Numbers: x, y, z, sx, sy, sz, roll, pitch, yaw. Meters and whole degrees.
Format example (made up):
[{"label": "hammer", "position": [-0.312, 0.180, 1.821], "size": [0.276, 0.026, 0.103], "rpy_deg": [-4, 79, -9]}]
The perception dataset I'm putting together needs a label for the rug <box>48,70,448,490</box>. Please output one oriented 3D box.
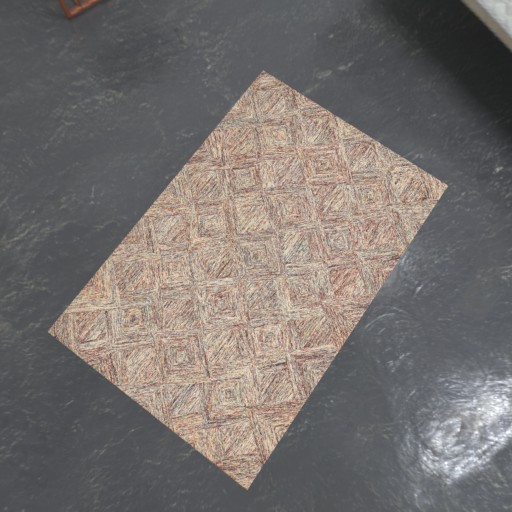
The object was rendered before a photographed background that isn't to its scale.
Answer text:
[{"label": "rug", "position": [0.000, 0.000, 2.851], "size": [1.523, 0.019, 2.285], "rpy_deg": [35, 79, 8]}]
